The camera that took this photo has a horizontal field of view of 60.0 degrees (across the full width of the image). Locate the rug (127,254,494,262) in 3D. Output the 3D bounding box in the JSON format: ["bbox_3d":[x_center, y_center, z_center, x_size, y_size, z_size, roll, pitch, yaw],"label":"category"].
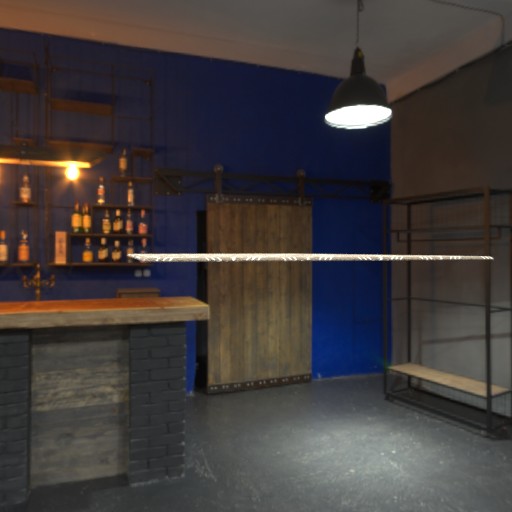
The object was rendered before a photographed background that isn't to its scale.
[{"bbox_3d":[0.000,0.000,2.297,1.239,0.012,1.836,0,1,-18],"label":"rug"}]
